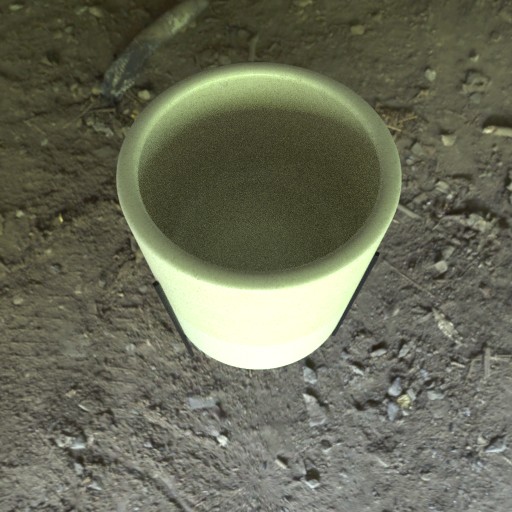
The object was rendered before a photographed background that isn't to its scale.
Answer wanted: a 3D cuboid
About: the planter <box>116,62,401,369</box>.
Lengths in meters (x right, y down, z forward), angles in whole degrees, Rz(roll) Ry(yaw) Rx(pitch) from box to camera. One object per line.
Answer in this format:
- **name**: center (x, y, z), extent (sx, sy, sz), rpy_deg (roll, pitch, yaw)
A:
- **planter**: center (0.000, 0.000, 0.718), extent (0.333, 0.483, 0.324), rpy_deg (-35, 69, -16)
